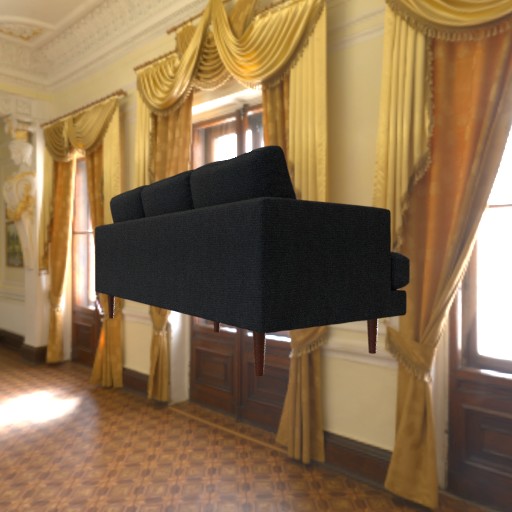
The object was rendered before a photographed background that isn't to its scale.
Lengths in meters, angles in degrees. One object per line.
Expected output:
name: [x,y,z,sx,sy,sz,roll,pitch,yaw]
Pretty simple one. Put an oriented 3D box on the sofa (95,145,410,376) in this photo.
sofa: [0.000,0.000,2.968,1.504,0.956,2.233,0,0,-35]
